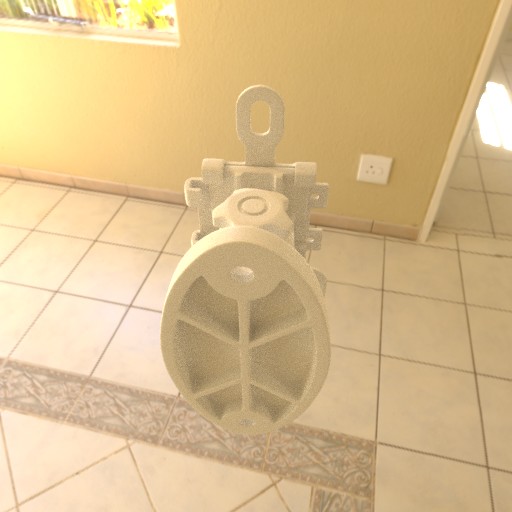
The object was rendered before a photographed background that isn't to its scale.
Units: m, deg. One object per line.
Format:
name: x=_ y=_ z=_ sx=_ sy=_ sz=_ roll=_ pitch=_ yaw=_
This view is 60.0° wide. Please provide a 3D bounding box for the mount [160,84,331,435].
mount: x=0.000 y=0.000 z=0.175 sx=0.066 sy=0.118 sz=0.100 roll=3 pitch=45 yaw=3
